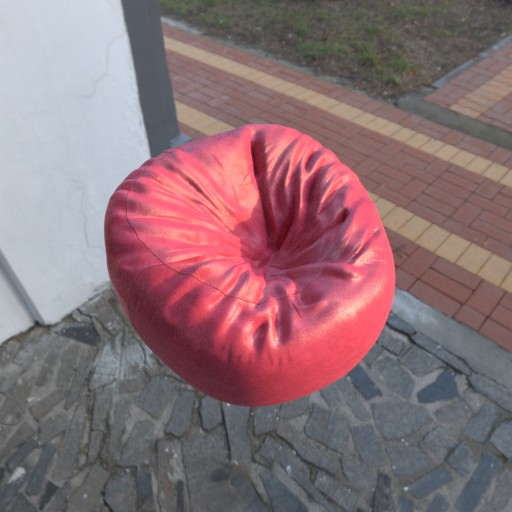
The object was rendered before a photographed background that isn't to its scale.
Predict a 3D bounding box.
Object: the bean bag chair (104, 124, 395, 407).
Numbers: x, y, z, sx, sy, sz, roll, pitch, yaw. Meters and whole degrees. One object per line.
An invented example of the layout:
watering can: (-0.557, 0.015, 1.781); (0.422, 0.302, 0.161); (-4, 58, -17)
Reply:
bean bag chair: (0.000, 0.000, 2.467); (1.524, 0.878, 1.524); (-23, 51, -20)
